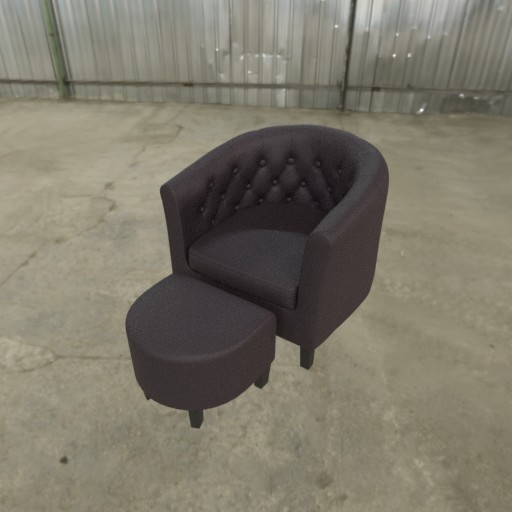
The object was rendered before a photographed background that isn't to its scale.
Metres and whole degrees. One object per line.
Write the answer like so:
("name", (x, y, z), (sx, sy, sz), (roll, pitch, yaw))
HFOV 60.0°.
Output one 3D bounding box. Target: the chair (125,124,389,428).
("chair", (0.000, 0.000, 1.737), (0.763, 0.760, 1.191), (20, 37, 29))
